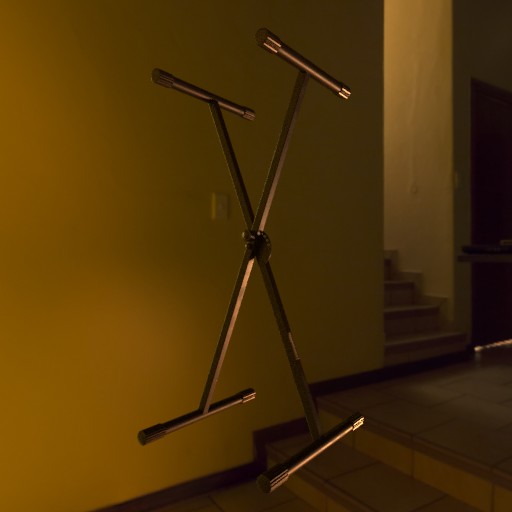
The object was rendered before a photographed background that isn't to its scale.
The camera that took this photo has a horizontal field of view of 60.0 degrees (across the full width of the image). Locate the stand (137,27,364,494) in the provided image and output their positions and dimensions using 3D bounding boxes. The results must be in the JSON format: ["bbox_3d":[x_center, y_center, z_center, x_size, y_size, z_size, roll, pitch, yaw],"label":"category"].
[{"bbox_3d":[0.000,0.000,1.166,0.409,0.940,0.449,0,0,37],"label":"stand"}]
